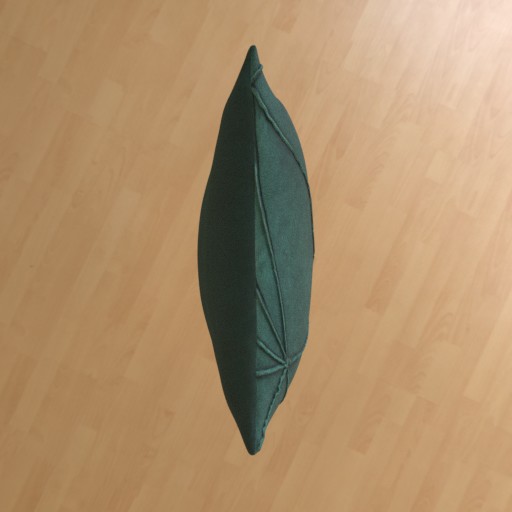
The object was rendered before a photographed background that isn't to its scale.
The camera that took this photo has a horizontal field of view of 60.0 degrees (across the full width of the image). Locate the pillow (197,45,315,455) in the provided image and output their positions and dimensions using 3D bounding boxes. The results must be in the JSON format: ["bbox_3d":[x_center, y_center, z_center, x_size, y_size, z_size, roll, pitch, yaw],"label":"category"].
[{"bbox_3d":[0.000,0.000,0.673,0.184,0.440,0.439,0,89,0],"label":"pillow"}]
